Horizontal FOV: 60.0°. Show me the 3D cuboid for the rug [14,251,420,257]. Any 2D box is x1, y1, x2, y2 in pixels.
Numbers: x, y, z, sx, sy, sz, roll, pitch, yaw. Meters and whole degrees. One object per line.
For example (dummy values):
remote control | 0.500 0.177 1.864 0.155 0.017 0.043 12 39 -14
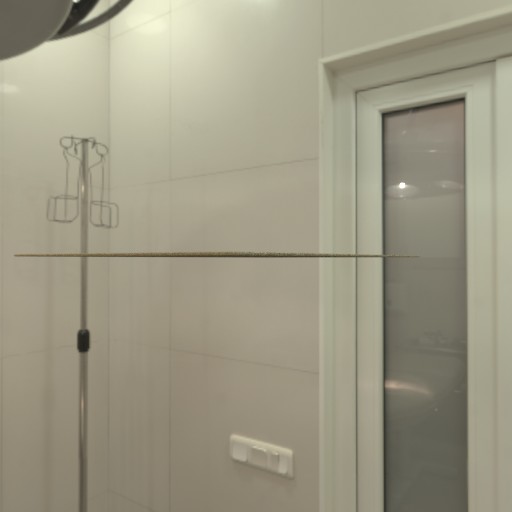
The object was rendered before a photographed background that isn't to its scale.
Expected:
rug | 0.000 0.000 2.994 1.540 0.012 2.448 0 0 35
